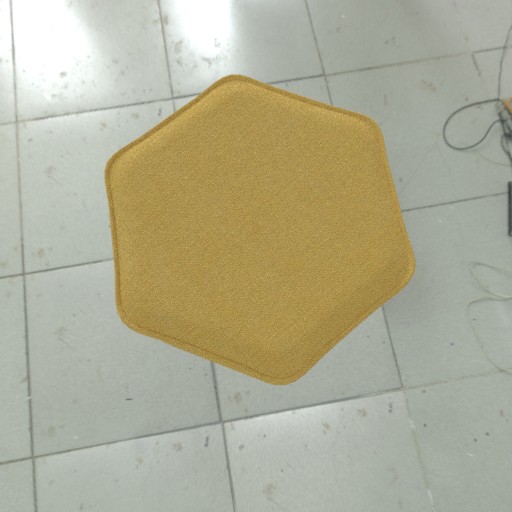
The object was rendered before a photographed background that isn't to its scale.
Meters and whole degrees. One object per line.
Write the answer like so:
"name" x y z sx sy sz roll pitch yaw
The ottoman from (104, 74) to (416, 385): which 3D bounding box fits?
"ottoman" 0.000 0.000 0.886 0.494 0.502 0.443 -39 79 -9
